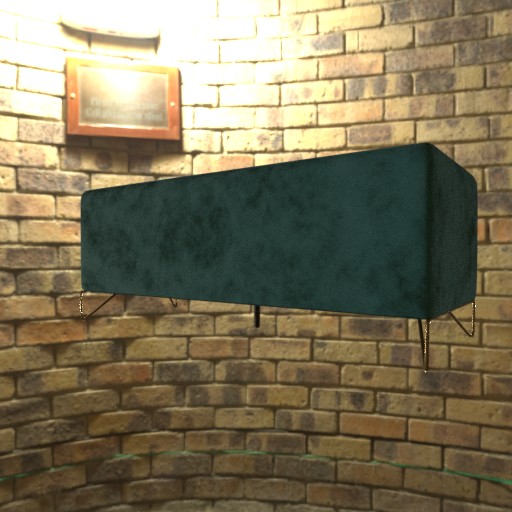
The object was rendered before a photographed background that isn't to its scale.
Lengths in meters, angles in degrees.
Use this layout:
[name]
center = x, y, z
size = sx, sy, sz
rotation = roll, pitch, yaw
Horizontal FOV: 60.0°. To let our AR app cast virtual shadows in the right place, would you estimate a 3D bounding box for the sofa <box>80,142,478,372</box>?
[sofa]
center = 0.000, 0.000, 2.433
size = 2.087, 0.789, 0.867
rotation = 0, 0, 36
